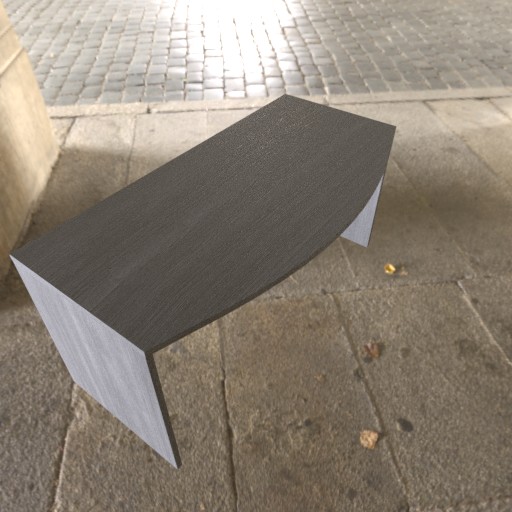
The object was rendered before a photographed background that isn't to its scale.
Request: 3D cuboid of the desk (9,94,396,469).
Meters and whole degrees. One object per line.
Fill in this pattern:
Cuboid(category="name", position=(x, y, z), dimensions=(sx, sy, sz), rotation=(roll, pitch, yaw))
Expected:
Cuboid(category="desk", position=(0.000, 0.000, 1.985), dimensions=(0.802, 0.750, 1.600), rotation=(27, 49, 26))
